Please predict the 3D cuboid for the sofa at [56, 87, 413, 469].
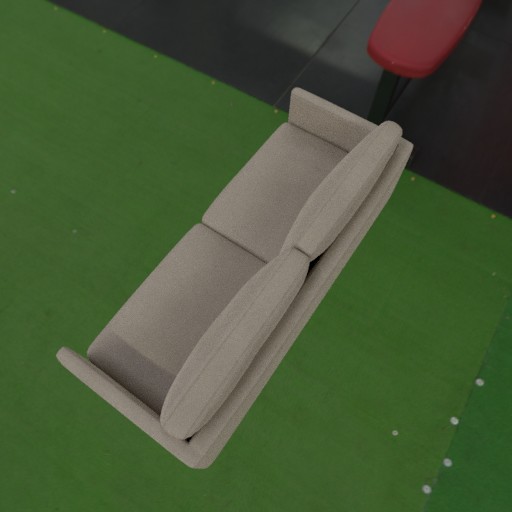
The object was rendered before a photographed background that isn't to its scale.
[{"bbox_3d":[0.000,0.000,2.862,0.988,0.912,2.404,32,68,14],"label":"sofa"}]
